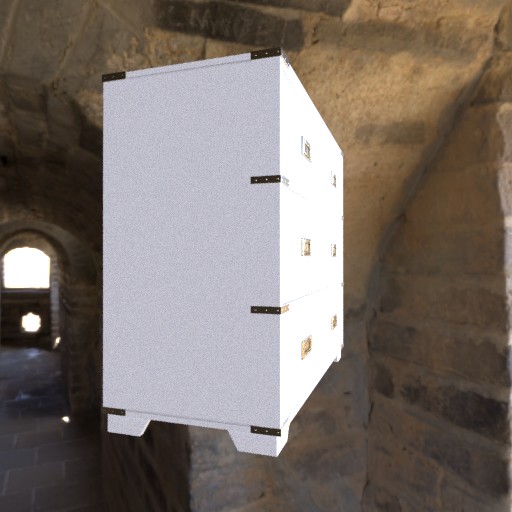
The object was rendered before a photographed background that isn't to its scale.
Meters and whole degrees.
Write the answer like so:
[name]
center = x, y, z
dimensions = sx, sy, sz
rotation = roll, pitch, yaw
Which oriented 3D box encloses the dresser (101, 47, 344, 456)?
[dresser]
center = 0.000, 0.000, 1.503
dimensions = 0.460, 0.891, 1.022
rotation = 0, 0, 19
